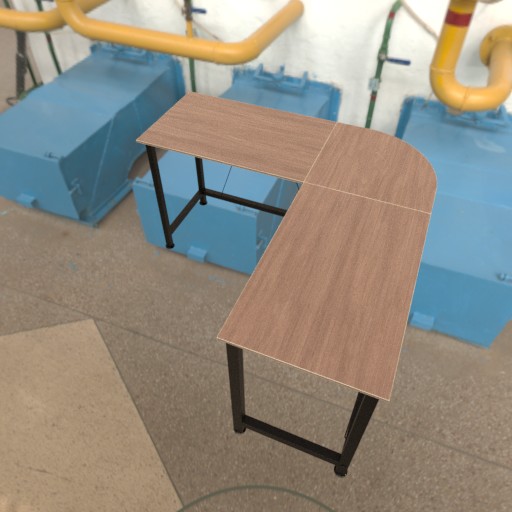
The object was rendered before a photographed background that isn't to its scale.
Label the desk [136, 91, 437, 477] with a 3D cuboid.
[{"bbox_3d":[0.000,0.000,2.151,1.400,0.762,1.400,17,49,15],"label":"desk"}]
